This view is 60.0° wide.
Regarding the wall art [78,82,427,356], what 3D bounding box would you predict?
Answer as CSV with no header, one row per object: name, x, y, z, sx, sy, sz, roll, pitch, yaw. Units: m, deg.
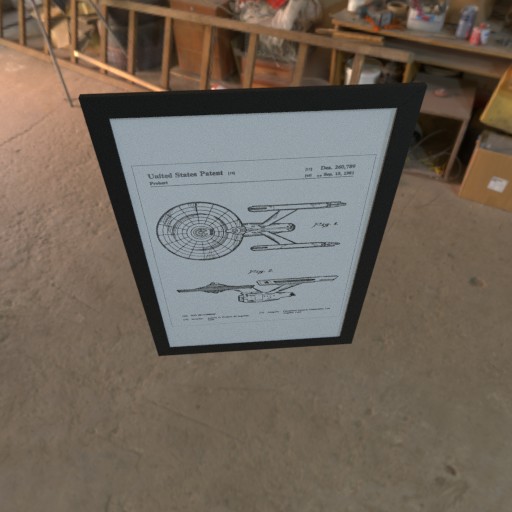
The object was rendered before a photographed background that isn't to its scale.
wall art,0.000,0.000,0.676,0.379,0.530,0.008,-3,47,-3
